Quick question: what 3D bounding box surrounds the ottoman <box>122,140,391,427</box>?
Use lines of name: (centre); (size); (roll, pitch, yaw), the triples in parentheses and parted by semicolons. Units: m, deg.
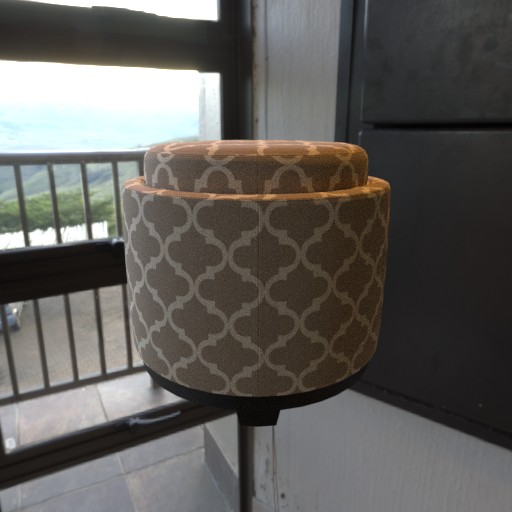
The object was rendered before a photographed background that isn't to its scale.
ottoman: (0.000, 0.000, 0.850); (0.480, 0.429, 0.480); (0, 16, 0)
